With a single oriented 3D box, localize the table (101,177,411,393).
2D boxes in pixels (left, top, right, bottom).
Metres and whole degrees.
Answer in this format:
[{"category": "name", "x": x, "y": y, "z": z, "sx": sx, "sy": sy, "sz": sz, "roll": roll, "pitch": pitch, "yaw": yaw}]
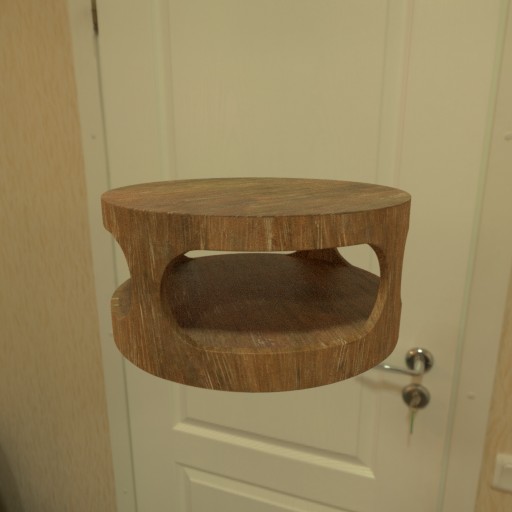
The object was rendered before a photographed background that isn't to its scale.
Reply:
[{"category": "table", "x": 0.000, "y": 0.000, "z": 1.525, "sx": 0.974, "sy": 0.450, "sz": 0.974, "roll": 0, "pitch": 15, "yaw": 0}]
